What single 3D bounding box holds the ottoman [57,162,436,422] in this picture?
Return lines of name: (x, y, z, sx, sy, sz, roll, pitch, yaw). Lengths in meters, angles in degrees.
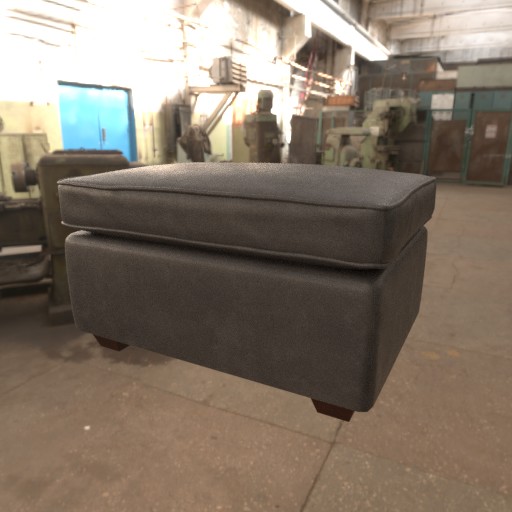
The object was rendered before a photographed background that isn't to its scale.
ottoman: (0.000, 0.000, 1.099, 0.756, 0.445, 0.554, 8, 18, 27)
